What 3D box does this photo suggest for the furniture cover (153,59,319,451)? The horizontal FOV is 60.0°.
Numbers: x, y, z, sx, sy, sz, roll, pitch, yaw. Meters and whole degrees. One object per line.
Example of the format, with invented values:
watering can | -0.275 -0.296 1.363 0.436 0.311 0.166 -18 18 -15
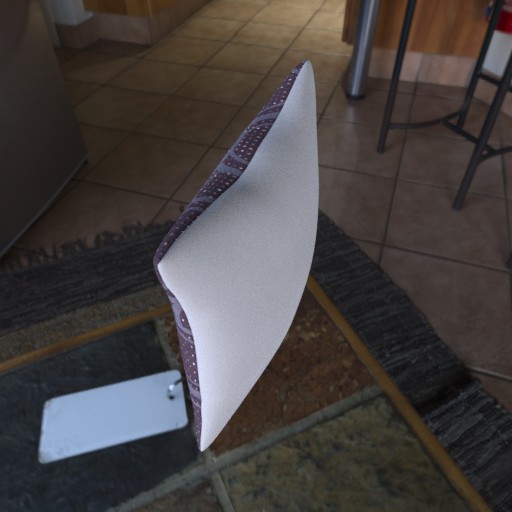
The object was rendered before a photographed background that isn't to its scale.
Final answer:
furniture cover | 0.000 0.000 0.810 0.193 0.509 0.552 15 48 14
